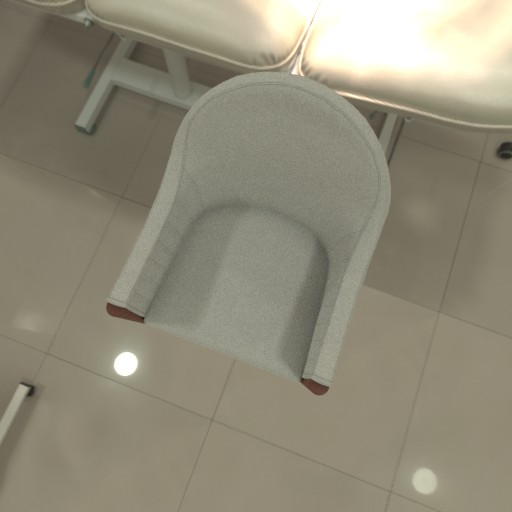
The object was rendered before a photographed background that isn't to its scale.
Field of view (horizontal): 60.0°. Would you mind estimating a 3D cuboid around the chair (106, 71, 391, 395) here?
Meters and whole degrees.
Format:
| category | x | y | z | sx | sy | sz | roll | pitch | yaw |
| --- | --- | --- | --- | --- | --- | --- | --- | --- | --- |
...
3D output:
| category | x | y | z | sx | sy | sz | roll | pitch | yaw |
| --- | --- | --- | --- | --- | --- | --- | --- | --- | --- |
| chair | 0.000 | 0.000 | 1.312 | 0.610 | 0.889 | 0.620 | 20 | 76 | 5 |
